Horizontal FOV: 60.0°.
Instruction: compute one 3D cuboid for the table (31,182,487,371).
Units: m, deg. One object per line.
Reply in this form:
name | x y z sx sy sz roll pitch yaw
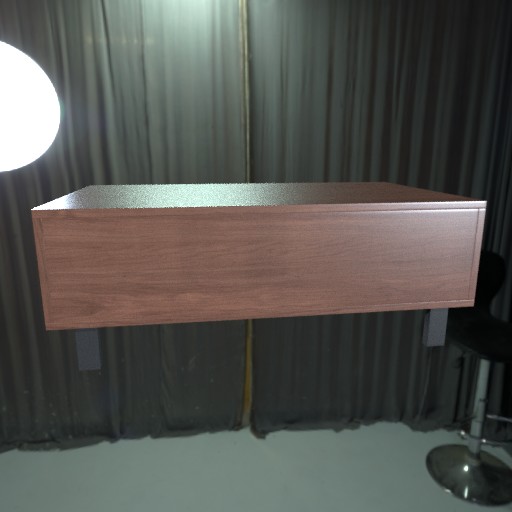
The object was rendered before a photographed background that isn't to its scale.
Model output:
table | 0.000 0.000 1.314 1.020 0.380 0.600 -2 14 -8
